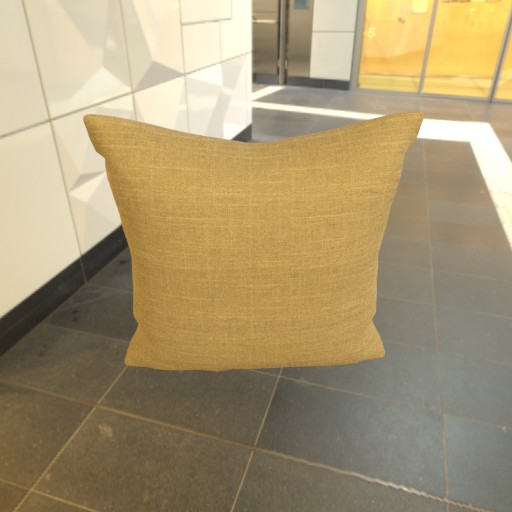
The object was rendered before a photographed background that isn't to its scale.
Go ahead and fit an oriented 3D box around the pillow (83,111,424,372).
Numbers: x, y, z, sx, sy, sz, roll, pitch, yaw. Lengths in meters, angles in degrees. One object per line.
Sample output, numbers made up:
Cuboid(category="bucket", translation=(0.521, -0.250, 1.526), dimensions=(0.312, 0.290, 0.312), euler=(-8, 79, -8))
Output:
Cuboid(category="pillow", translation=(0.000, 0.000, 0.632), dimensions=(0.424, 0.400, 0.169), euler=(-1, 30, -2))
